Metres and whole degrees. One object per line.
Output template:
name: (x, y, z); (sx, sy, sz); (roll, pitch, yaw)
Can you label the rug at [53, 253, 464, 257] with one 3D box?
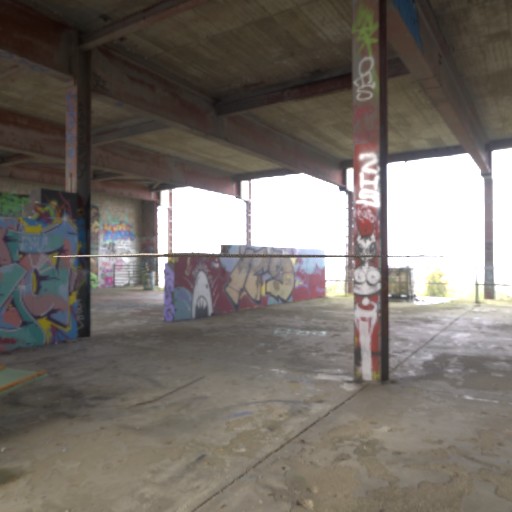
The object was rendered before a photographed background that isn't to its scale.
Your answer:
rug: (0.000, 0.000, 4.210); (3.051, 0.021, 2.448); (0, -1, -37)
